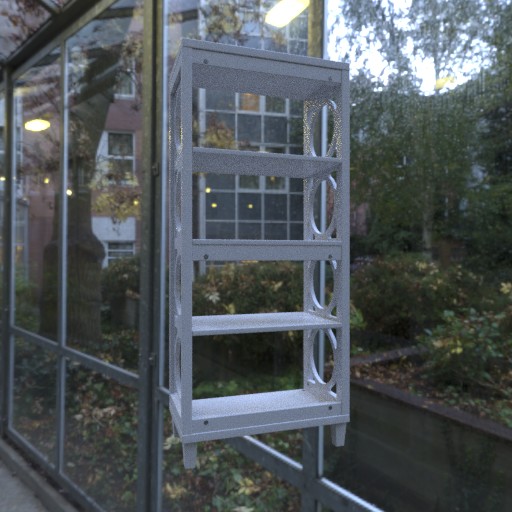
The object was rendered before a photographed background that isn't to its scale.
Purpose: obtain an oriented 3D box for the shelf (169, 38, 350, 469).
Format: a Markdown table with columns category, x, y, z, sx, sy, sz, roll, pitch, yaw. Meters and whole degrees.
| category | x | y | z | sx | sy | sz | roll | pitch | yaw |
| --- | --- | --- | --- | --- | --- | --- | --- | --- | --- |
| shelf | 0.000 | 0.000 | 1.686 | 0.611 | 1.411 | 0.340 | 0 | 0 | -18 |
